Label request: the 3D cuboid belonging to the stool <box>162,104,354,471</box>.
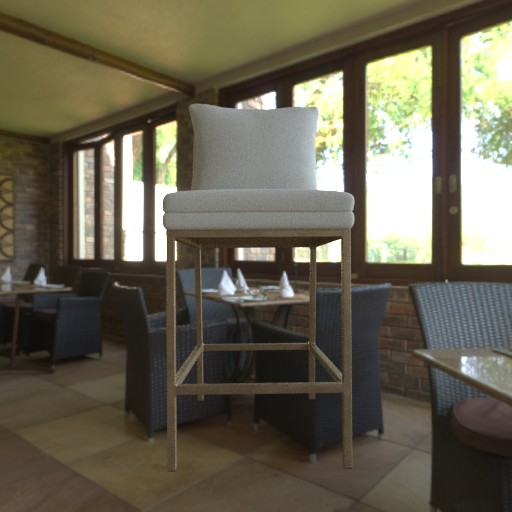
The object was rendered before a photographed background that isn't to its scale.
[{"bbox_3d":[0.000,0.000,1.332,0.463,1.032,0.572,0,0,-1],"label":"stool"}]
